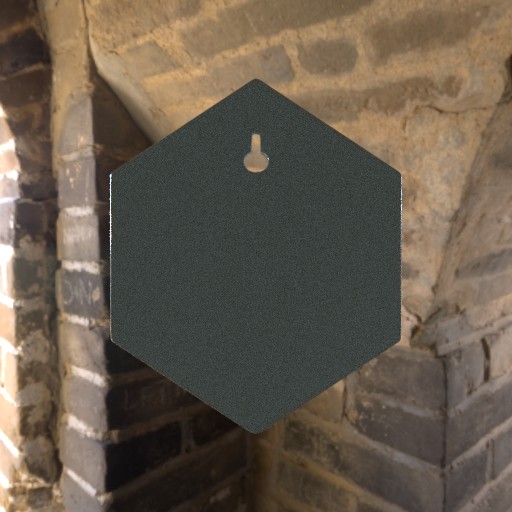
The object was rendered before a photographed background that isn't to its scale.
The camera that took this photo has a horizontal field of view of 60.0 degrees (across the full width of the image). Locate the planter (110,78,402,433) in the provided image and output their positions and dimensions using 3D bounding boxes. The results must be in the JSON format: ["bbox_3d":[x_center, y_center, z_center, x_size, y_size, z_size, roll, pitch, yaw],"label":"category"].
[{"bbox_3d":[0.000,0.000,0.295,0.169,0.207,0.078,0,0,0],"label":"planter"}]
